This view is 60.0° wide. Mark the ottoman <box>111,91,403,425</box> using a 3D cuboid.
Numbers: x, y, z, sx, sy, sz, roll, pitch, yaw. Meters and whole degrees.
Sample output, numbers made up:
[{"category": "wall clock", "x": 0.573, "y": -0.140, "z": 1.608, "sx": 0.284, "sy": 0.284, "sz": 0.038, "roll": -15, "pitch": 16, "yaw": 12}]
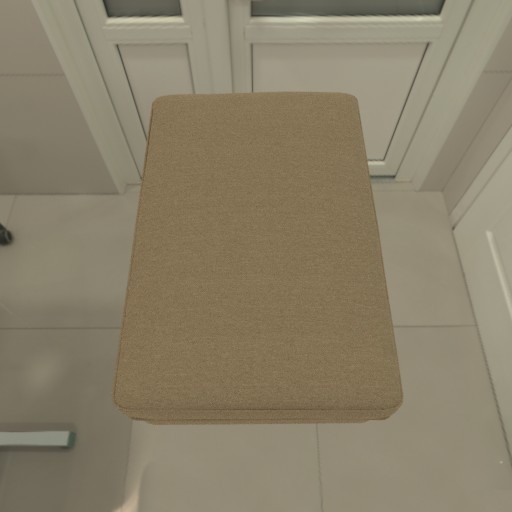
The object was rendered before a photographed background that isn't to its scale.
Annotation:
[{"category": "ottoman", "x": 0.000, "y": 0.000, "z": 1.304, "sx": 0.636, "sy": 0.521, "sz": 0.945, "roll": 0, "pitch": 62, "yaw": 0}]
